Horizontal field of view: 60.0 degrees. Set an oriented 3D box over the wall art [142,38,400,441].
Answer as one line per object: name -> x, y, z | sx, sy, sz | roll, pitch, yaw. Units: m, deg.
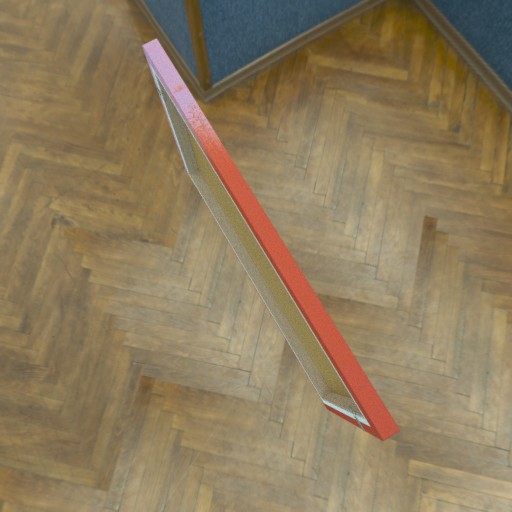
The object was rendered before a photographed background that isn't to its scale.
wall art -> 0.000, 0.000, 1.142 | 0.040, 0.609, 0.913 | -29, 78, -7
